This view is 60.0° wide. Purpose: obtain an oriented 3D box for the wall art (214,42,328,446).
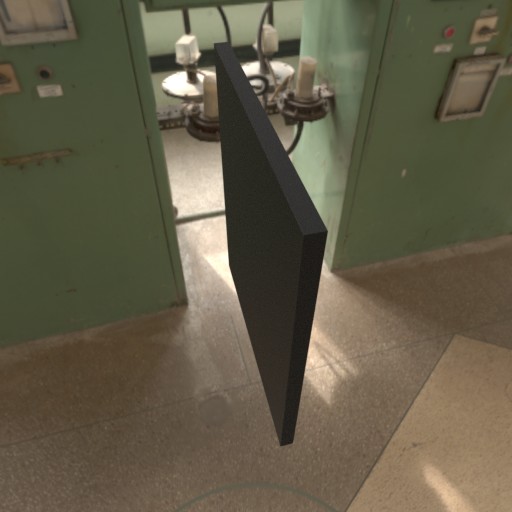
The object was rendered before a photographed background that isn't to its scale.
[{"bbox_3d":[0.000,0.000,0.715,0.023,0.505,0.428,-11,48,-10],"label":"wall art"}]
